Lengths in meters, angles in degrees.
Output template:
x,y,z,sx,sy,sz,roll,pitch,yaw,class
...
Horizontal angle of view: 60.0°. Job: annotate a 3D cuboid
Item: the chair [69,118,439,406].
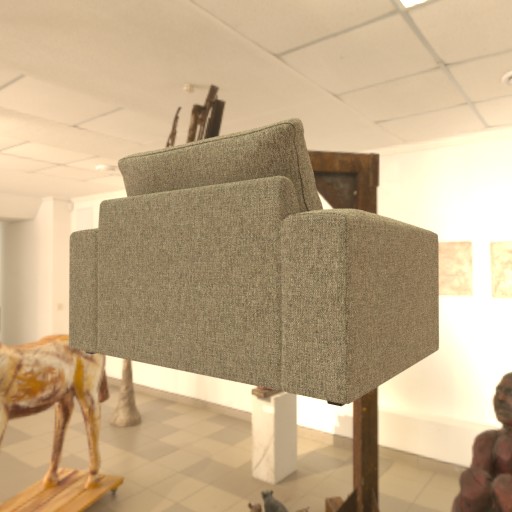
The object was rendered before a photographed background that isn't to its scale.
x,y,z,sx,sy,sz,roll,pitch,yaw,class
0.000,0.000,2.057,1.398,0.915,1.039,-1,-1,36,chair
